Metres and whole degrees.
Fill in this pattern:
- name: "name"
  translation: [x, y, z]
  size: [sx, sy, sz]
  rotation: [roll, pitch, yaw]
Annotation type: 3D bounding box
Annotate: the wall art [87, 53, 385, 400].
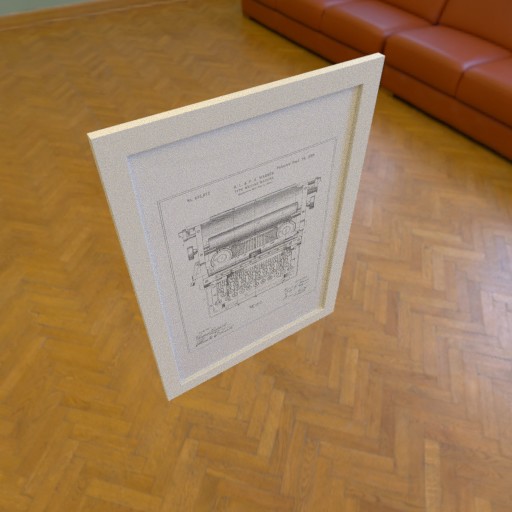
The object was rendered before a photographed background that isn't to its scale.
- name: "wall art"
  translation: [0.000, 0.000, 0.688]
  size: [0.381, 0.533, 0.013]
  rotation: [-24, 50, -22]
